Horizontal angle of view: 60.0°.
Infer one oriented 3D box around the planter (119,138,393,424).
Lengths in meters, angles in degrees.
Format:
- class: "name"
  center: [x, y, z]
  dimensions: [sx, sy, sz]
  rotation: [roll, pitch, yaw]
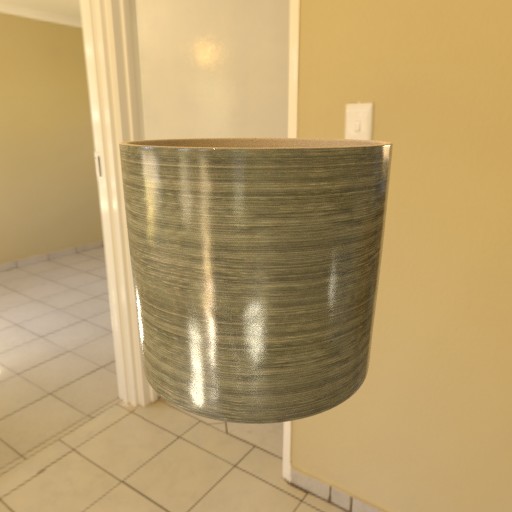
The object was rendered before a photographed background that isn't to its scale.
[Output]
- class: "planter"
  center: [0.000, 0.000, 0.402]
  dimensions: [0.221, 0.201, 0.221]
  rotation: [0, 16, 0]
